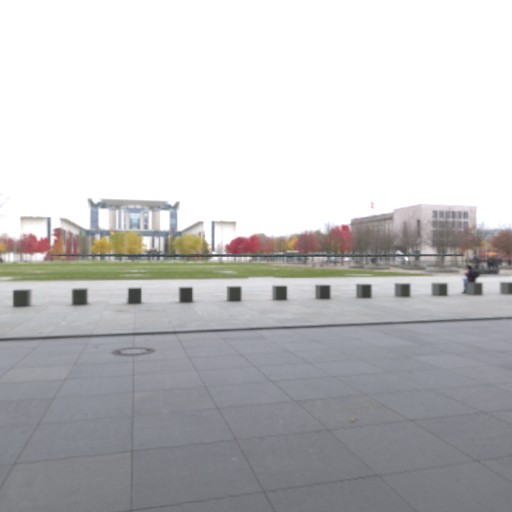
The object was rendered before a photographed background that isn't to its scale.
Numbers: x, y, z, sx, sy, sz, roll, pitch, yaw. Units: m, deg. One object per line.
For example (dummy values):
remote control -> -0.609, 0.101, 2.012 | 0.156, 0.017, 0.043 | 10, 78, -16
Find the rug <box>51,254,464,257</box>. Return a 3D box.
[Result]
rug -> 0.000, 0.000, 4.123 | 2.441, 0.013, 3.056 | 0, 0, 0
